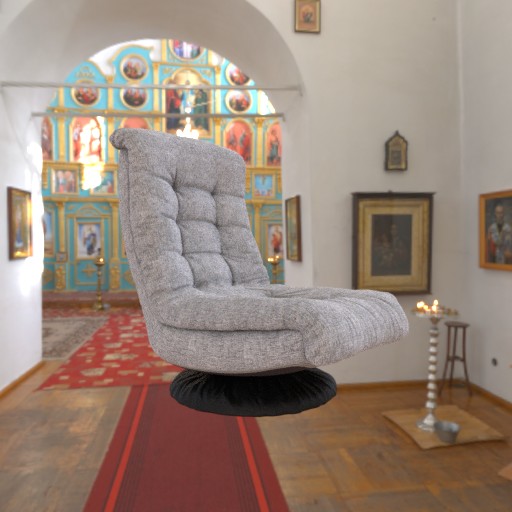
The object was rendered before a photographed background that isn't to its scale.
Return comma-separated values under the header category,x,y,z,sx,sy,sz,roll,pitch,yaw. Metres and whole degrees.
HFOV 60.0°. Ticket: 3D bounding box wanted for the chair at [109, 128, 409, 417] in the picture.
category,x,y,z,sx,sy,sz,roll,pitch,yaw
chair,0.000,0.000,0.990,0.583,0.600,0.400,0,0,37
